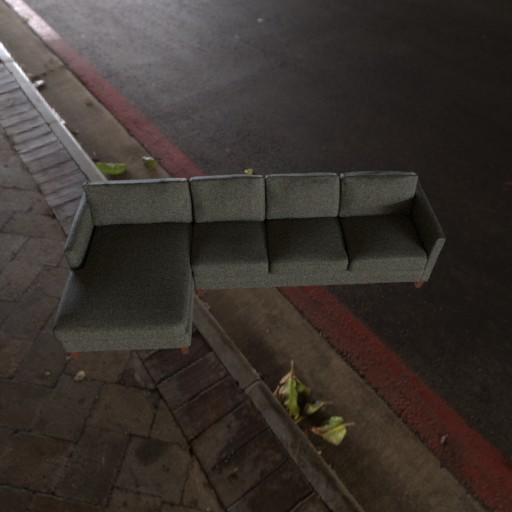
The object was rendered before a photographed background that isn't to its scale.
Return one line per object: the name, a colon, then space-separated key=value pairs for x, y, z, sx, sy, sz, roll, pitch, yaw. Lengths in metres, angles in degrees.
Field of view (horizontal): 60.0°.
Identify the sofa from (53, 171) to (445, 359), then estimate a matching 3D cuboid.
sofa: x=0.000 y=0.000 z=4.232 sx=3.485 sy=0.960 sz=1.635 roll=-2 pitch=47 yaw=-2
